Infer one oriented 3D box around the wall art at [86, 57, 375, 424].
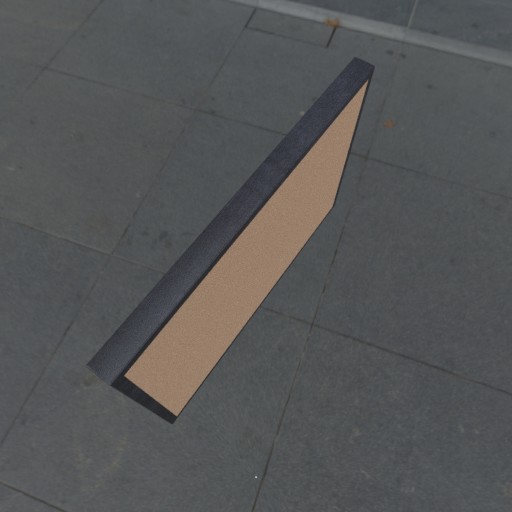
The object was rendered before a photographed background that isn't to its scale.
[{"bbox_3d":[0.000,0.000,0.783,0.038,0.409,0.610,32,68,15],"label":"wall art"}]
